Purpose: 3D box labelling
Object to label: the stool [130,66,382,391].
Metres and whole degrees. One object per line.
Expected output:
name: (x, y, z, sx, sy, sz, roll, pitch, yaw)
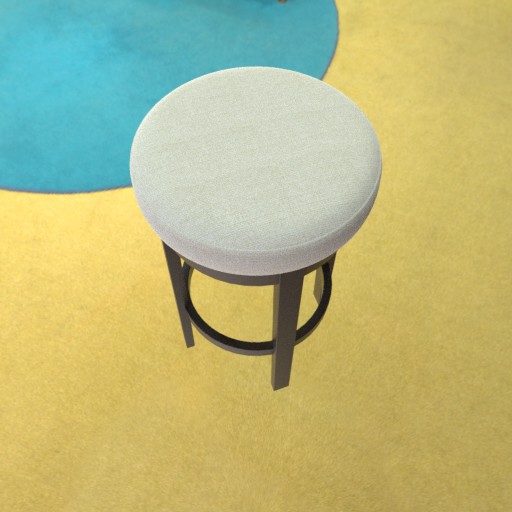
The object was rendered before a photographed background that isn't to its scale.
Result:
stool: (0.000, 0.000, 1.043, 0.446, 0.758, 0.446, 0, 59, 0)
